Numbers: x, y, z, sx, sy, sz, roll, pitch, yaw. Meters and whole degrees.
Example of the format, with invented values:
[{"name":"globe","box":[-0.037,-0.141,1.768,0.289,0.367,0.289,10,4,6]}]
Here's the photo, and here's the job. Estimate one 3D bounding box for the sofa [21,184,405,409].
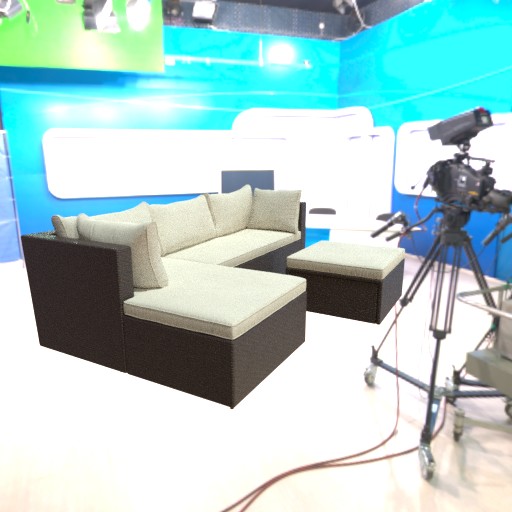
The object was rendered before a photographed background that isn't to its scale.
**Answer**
[{"name":"sofa","box":[0.000,0.000,2.925,1.612,0.766,2.192,7,15,28]}]
